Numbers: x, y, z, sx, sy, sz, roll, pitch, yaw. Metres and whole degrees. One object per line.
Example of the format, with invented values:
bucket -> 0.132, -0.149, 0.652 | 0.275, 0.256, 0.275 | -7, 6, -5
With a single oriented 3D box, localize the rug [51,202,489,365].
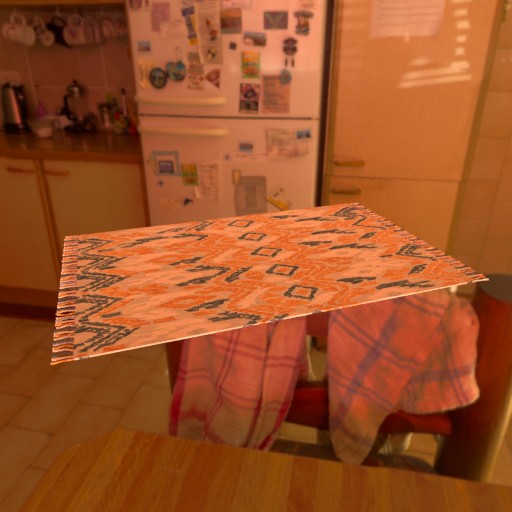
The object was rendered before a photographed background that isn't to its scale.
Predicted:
rug -> 0.000, 0.000, 2.944 | 2.428, 0.010, 1.533 | -8, 27, -17
